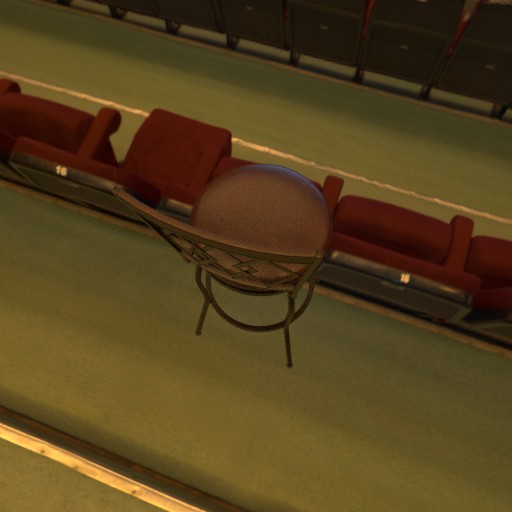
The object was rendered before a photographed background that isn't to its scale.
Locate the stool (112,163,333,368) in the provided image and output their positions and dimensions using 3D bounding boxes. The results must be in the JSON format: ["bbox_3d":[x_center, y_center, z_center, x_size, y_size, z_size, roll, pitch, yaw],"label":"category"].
[{"bbox_3d":[0.000,0.000,1.407,0.432,1.134,0.521,18,65,9],"label":"stool"}]
